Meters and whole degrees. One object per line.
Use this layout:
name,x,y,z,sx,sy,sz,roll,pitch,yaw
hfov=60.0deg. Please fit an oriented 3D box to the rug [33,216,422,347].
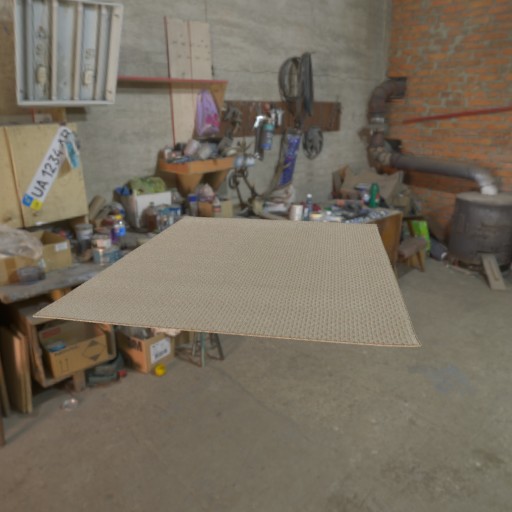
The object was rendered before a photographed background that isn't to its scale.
rug,0.000,0.000,3.877,2.277,0.035,2.897,3,18,10
